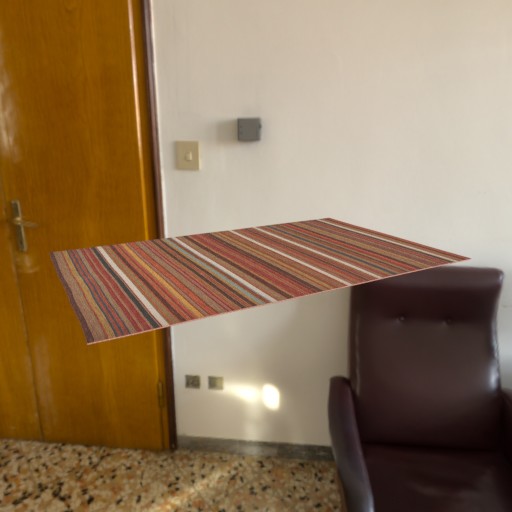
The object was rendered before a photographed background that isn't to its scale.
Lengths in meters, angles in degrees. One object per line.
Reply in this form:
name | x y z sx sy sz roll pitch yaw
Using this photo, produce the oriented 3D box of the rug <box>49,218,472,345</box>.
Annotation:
rug | 0.000 0.000 3.005 2.438 0.008 1.523 -9 19 -28
